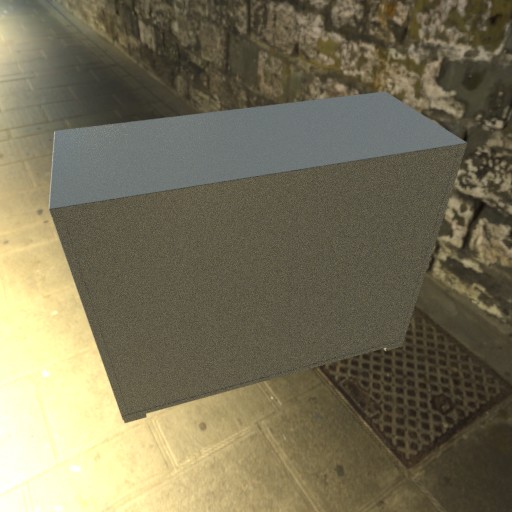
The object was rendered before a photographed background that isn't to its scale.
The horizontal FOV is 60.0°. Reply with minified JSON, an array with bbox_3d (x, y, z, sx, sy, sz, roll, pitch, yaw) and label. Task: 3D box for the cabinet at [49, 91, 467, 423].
[{"bbox_3d":[0.000,0.000,1.406,1.000,0.800,0.400,-11,41,-14],"label":"cabinet"}]
